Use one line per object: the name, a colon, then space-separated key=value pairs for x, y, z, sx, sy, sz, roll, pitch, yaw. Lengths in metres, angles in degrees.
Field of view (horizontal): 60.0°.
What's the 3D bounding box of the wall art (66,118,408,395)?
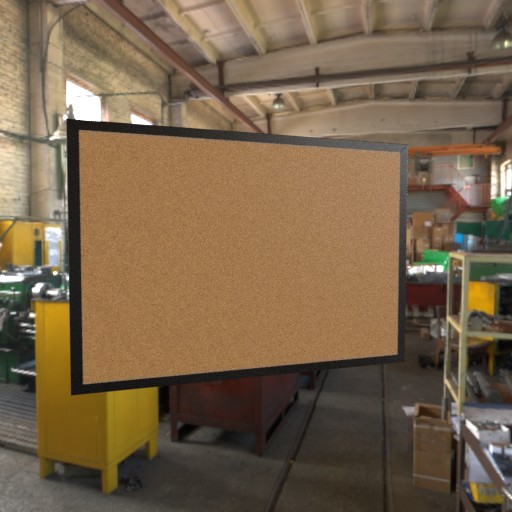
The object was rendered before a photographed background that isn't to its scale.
wall art: x=0.000 y=0.000 z=0.843 sx=0.657 sy=0.458 sz=0.027 roll=-1 pitch=2 yaw=-18
